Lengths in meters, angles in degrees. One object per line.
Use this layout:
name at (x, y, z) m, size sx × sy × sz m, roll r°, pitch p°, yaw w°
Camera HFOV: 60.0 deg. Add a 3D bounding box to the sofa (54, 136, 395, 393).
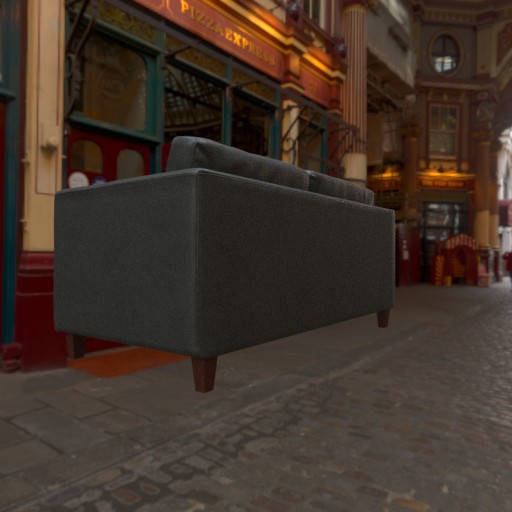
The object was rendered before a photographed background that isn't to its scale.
sofa at (0.000, 0.000, 2.471) m, size 0.951 × 0.933 × 1.883 m, roll 0°, pitch 0°, yaw 37°
